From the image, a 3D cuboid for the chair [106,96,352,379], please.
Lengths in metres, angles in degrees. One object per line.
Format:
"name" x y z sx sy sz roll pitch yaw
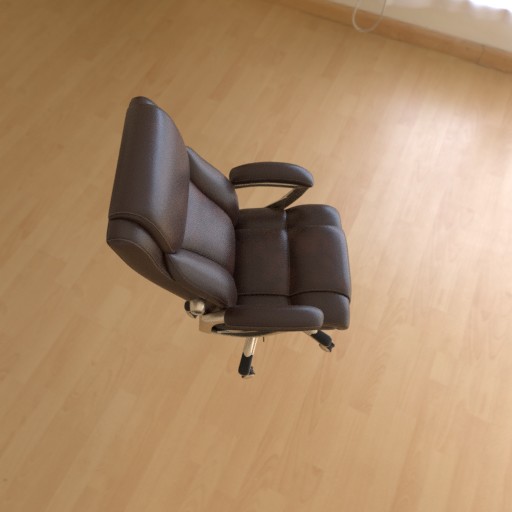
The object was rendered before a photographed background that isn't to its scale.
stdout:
"chair" 0.000 0.000 1.687 0.749 1.194 0.692 0 63 0
